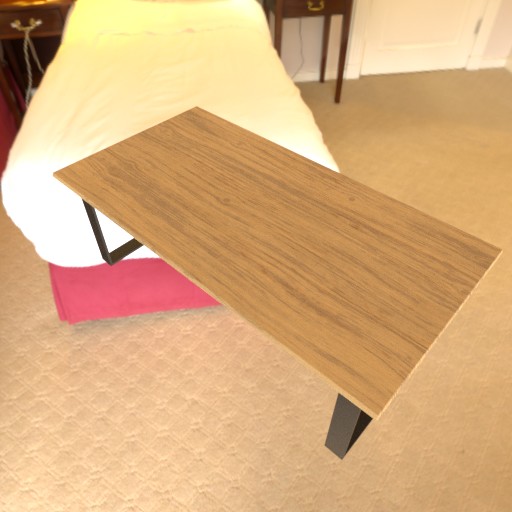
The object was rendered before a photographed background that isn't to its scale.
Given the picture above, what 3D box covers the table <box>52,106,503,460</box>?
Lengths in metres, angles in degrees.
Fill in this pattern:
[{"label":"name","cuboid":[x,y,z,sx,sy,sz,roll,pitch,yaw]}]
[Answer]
[{"label":"table","cuboid":[0.000,0.000,1.588,1.331,0.445,0.693,33,54,29]}]
